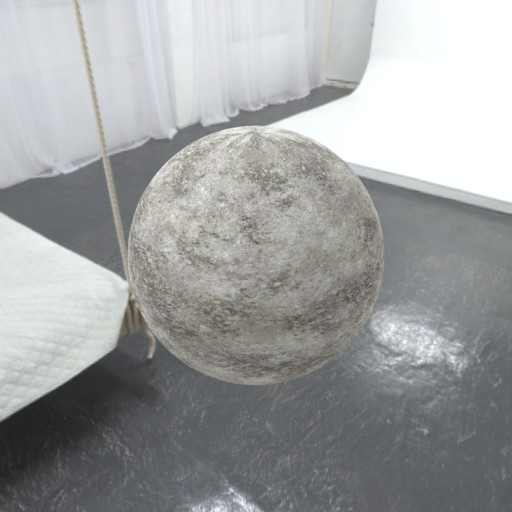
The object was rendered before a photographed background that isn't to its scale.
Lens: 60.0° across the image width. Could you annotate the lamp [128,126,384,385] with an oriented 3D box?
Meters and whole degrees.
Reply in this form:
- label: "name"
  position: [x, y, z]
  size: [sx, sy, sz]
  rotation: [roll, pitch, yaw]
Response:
- label: "lamp"
  position: [0.000, 0.000, 0.759]
  size: [0.422, 0.429, 0.422]
  rotation: [0, 32, 0]
